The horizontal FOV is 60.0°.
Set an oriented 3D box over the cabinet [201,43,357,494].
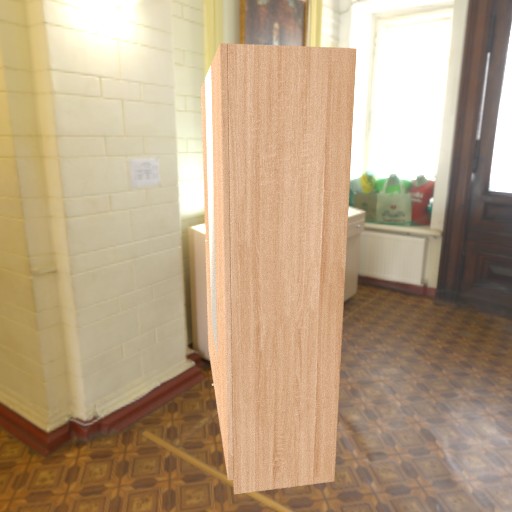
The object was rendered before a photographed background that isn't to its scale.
[{"bbox_3d":[0.000,0.000,2.758,0.590,2.120,1.500,-2,14,-9],"label":"cabinet"}]
